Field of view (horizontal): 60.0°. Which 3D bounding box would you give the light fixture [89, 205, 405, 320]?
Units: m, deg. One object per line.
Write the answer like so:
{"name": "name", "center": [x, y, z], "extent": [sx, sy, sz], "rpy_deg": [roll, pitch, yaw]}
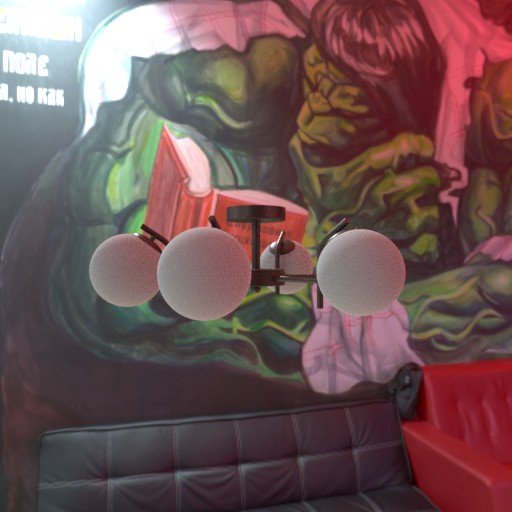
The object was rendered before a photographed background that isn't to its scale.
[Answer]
{"name": "light fixture", "center": [0.000, 0.000, 0.934], "extent": [0.662, 0.201, 0.662], "rpy_deg": [0, 0, 0]}
